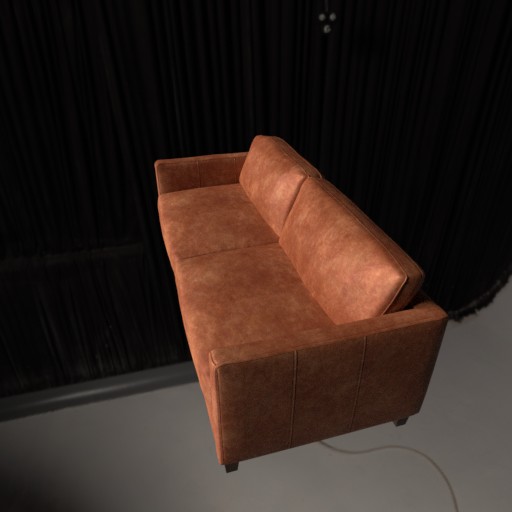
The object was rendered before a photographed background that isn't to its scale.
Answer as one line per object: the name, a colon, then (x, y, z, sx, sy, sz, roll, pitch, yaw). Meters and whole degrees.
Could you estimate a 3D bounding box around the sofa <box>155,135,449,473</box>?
sofa: (0.000, 0.000, 2.423, 0.923, 0.863, 1.971, -9, 33, -14)
